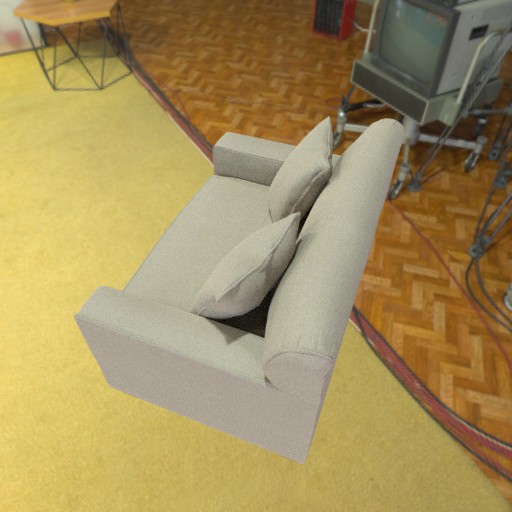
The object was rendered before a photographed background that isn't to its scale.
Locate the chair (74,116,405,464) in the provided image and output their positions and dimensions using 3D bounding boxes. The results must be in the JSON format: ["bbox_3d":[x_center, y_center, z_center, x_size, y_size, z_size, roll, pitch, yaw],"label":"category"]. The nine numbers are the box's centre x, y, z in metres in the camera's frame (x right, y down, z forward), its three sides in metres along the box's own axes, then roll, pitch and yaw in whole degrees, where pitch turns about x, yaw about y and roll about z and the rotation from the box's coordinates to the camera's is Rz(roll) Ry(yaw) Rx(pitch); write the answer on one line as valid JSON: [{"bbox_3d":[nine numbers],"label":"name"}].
[{"bbox_3d":[0.000,0.000,2.074,1.000,0.948,1.383,16,49,15],"label":"chair"}]
